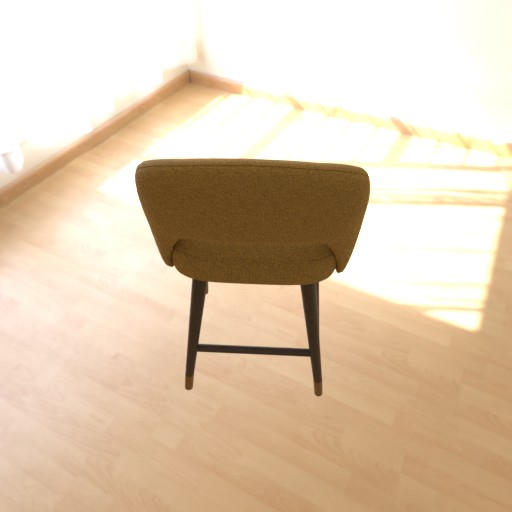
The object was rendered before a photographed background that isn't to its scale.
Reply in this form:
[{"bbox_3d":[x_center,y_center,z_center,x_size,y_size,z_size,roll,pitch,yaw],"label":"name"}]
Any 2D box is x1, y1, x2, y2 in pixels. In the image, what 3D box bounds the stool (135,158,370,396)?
[{"bbox_3d":[0.000,0.000,1.286,0.536,0.939,0.522,2,45,2],"label":"stool"}]
